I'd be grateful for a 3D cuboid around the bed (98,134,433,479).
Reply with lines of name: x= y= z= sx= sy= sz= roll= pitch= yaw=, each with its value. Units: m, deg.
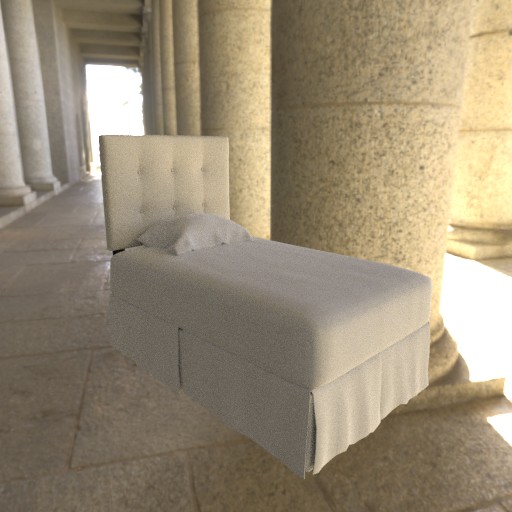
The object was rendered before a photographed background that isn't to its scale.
bed: x=0.000 y=0.000 z=2.929 sx=1.261 sy=1.571 sz=1.997 roll=-13 pitch=19 yaw=-43
